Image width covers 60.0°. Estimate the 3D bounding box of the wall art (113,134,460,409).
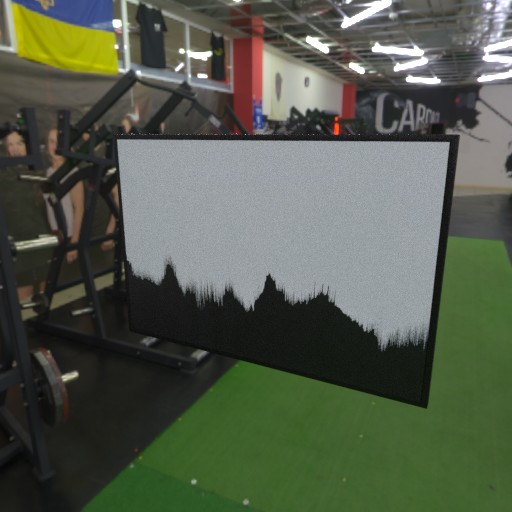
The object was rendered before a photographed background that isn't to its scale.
[{"bbox_3d":[0.000,0.000,0.842,0.659,0.446,0.022,8,17,26],"label":"wall art"}]
